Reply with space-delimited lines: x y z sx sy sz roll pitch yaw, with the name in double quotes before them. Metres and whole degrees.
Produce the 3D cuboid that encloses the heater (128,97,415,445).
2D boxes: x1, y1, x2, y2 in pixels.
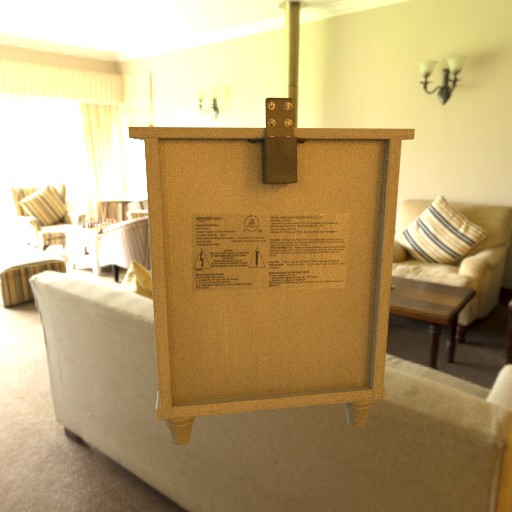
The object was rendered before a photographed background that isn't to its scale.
"heater" 0.000 0.000 0.768 0.362 0.481 0.400 -2 14 -9
